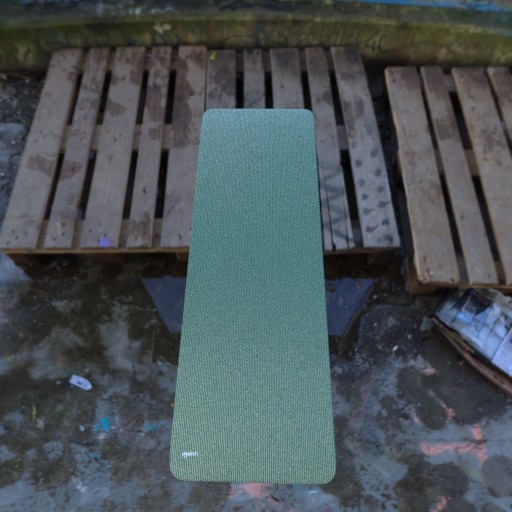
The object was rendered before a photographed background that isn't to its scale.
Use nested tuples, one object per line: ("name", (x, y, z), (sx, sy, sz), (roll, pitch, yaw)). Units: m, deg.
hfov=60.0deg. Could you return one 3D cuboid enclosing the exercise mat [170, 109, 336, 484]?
("exercise mat", (0.000, 0.000, 2.047), (0.616, 0.021, 1.869), (1, 62, 0))
